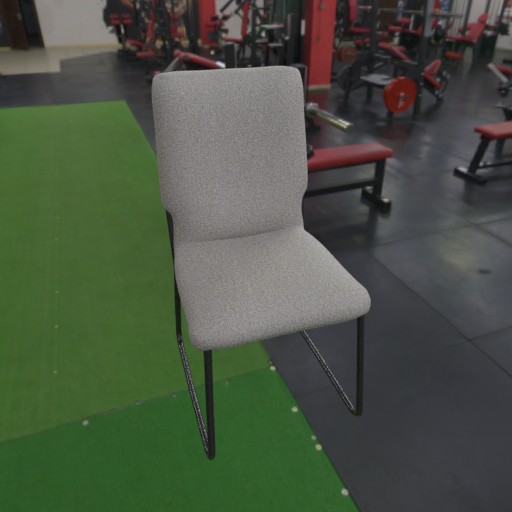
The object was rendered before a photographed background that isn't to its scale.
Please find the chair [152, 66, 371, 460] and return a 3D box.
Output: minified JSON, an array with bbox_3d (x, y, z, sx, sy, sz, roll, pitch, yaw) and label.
[{"bbox_3d":[0.000,0.000,1.183,0.448,0.864,0.560,-10,33,-16],"label":"chair"}]
